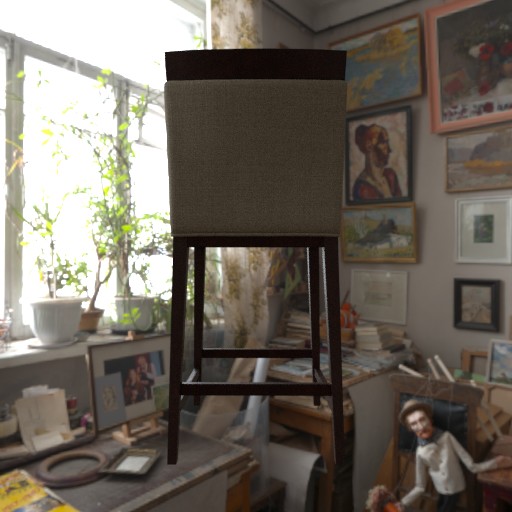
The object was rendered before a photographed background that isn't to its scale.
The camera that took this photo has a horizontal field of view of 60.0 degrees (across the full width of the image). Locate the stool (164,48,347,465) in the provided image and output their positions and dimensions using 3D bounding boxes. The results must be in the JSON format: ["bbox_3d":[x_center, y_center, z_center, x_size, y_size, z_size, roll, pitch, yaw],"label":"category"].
[{"bbox_3d":[0.000,0.000,1.294,0.463,1.011,0.480,0,0,0],"label":"stool"}]
